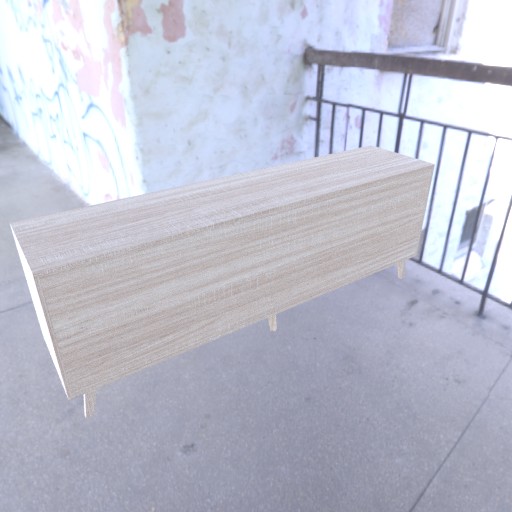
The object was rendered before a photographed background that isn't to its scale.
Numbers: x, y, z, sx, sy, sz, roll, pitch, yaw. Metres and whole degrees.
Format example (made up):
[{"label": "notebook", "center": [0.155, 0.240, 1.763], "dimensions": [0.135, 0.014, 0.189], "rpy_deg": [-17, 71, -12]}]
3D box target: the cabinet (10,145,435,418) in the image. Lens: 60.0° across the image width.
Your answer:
[{"label": "cabinet", "center": [0.000, 0.000, 2.438], "dimensions": [2.200, 0.780, 0.500], "rpy_deg": [-18, 34, -29]}]
